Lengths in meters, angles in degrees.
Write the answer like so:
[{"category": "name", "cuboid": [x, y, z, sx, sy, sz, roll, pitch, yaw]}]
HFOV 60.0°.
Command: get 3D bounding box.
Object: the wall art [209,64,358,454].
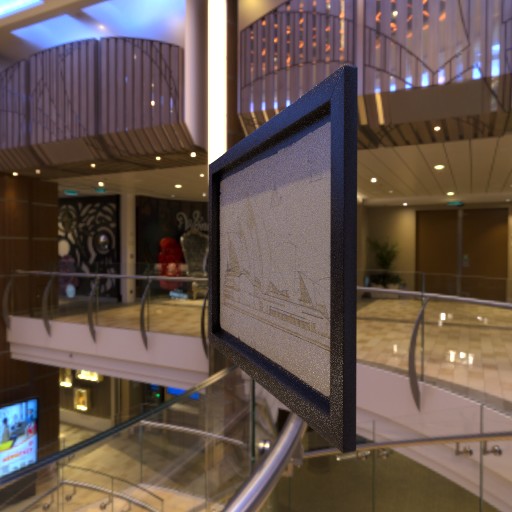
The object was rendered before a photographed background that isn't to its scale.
[{"category": "wall art", "cuboid": [0.000, 0.000, 0.557, 0.013, 0.306, 0.440, 0, 1, -20]}]
